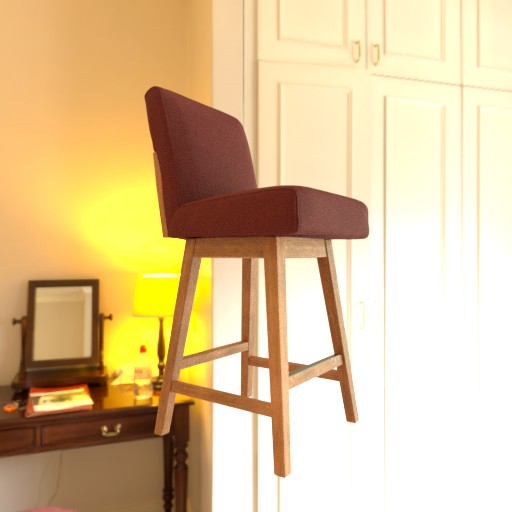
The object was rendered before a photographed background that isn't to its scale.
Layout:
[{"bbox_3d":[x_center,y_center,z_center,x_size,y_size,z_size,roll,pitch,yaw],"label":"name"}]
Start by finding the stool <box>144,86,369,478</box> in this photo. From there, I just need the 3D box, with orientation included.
[{"bbox_3d":[0.000,0.000,1.353,0.562,1.038,0.468,0,0,36],"label":"stool"}]
